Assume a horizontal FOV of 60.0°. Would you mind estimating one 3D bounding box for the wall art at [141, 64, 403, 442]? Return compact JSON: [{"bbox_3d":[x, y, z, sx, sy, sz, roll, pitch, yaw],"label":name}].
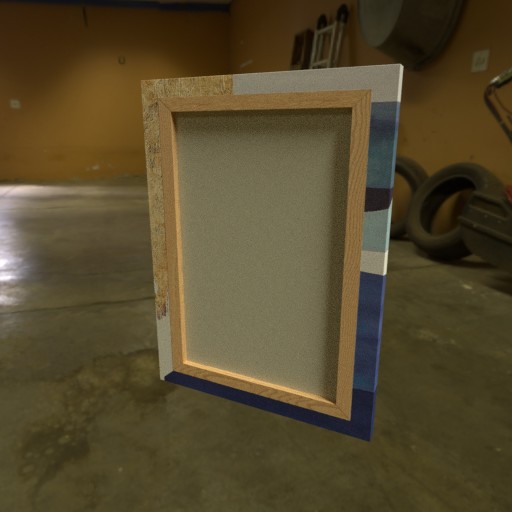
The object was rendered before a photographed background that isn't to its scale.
[{"bbox_3d":[0.000,0.000,0.803,0.458,0.613,0.026,8,17,25],"label":"wall art"}]
